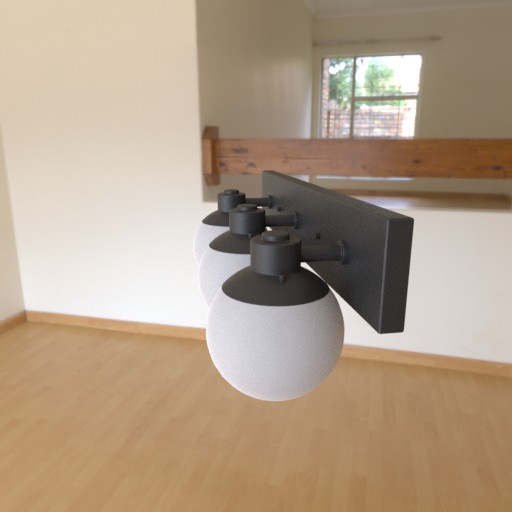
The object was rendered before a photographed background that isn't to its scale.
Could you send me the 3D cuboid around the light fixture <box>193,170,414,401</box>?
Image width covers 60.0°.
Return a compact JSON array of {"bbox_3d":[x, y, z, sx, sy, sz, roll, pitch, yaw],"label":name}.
[{"bbox_3d":[0.000,0.000,0.828,0.218,0.263,0.721,-3,15,-9],"label":"light fixture"}]
